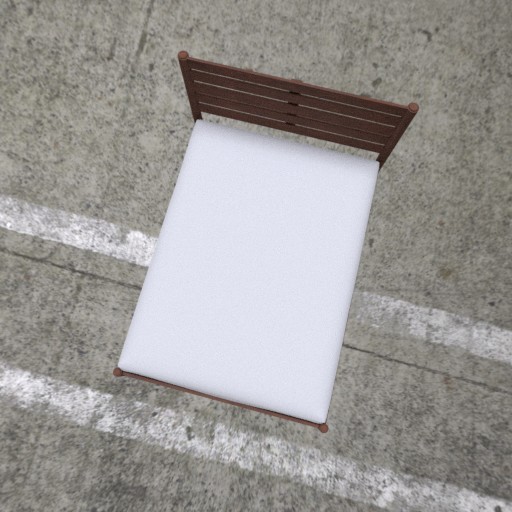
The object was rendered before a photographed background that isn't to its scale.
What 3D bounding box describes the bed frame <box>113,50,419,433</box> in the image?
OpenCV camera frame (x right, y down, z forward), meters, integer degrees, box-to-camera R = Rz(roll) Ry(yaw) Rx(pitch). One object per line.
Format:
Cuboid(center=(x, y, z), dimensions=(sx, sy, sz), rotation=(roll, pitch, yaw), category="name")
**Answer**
Cuboid(center=(0.000, 0.000, 3.345), dimensions=(1.655, 1.321, 2.234), rotation=(14, 77, 3), category="bed frame")
